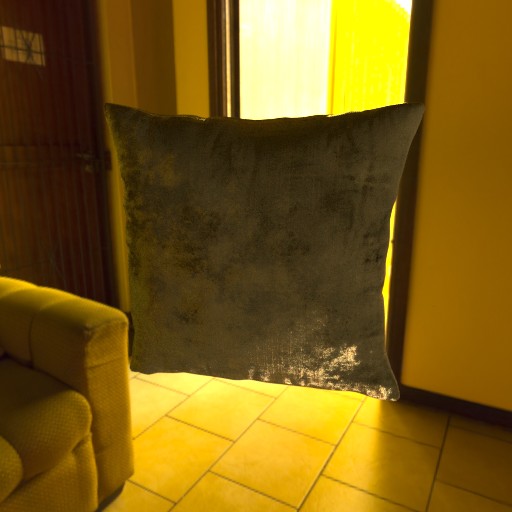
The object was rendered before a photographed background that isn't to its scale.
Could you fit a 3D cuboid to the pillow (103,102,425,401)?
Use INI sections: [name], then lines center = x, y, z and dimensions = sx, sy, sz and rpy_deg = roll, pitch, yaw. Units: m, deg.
[pillow]
center = 0.000, 0.000, 0.700
dimensions = 0.470, 0.464, 0.175
rpy_deg = 2, 15, 9
